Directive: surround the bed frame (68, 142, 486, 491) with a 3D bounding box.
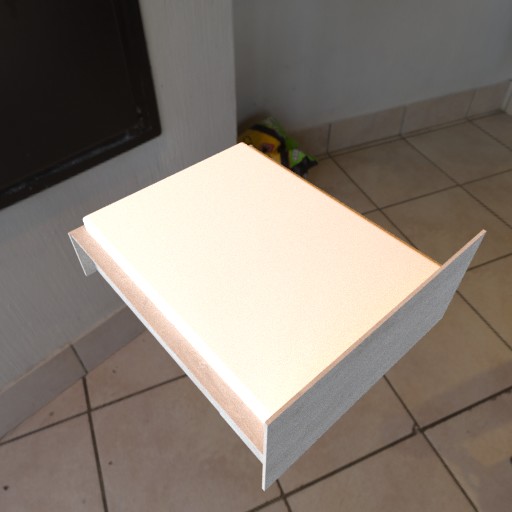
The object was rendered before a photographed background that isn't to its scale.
[{"bbox_3d":[0.000,0.000,2.840,1.622,0.800,1.960,-33,54,-27],"label":"bed frame"}]
